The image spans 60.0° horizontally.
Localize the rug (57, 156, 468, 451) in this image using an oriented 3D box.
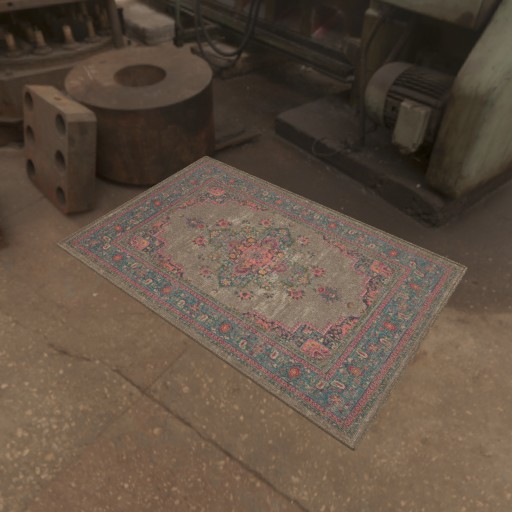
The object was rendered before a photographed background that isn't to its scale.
[{"bbox_3d":[0.000,0.000,2.237,1.748,0.014,1.144,28,49,27],"label":"rug"}]
